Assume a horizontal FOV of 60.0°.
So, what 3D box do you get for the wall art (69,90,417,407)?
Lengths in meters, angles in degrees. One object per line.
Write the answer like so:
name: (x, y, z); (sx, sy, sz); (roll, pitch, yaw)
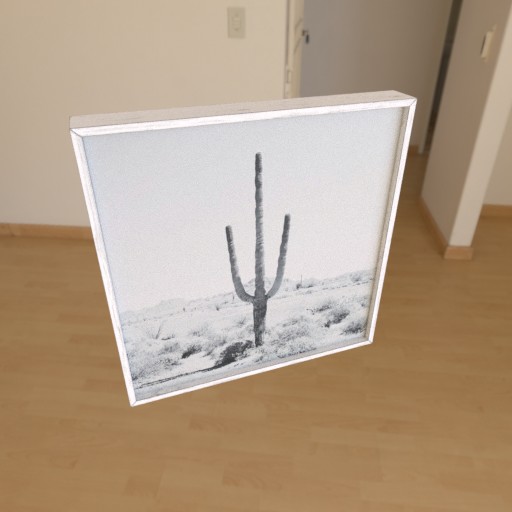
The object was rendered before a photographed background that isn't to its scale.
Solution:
wall art: (0.000, 0.000, 0.465); (0.305, 0.305, 0.038); (-10, 33, -16)
